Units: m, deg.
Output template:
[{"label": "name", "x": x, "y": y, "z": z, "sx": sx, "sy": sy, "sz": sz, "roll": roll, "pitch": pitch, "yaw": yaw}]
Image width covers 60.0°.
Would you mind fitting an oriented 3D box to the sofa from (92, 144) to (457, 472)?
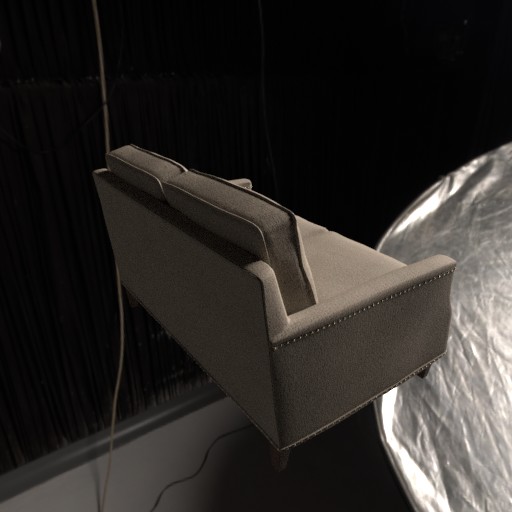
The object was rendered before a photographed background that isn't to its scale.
[{"label": "sofa", "x": 0.000, "y": 0.000, "z": 2.219, "sx": 1.084, "sy": 1.003, "sz": 1.597, "roll": -17, "pitch": 30, "yaw": -32}]
